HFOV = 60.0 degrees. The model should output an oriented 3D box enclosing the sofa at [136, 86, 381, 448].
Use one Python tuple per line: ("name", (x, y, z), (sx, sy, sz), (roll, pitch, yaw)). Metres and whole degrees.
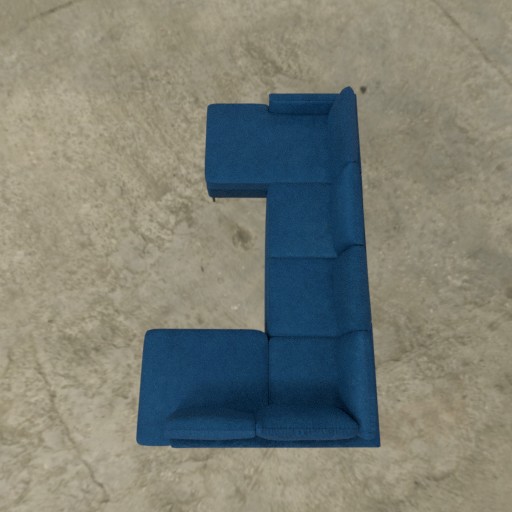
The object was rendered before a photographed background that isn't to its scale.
("sofa", (0.000, 0.000, 4.308), (2.055, 0.992, 3.434), (0, 73, 0))
